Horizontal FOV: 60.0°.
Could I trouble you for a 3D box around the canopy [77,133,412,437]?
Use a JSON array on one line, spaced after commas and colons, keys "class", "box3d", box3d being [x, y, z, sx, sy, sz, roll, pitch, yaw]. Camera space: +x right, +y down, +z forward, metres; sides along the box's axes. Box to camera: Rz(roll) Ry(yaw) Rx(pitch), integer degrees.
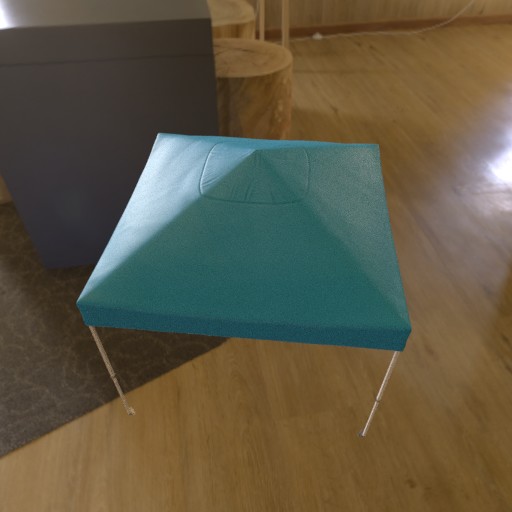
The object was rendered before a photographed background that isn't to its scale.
[{"class": "canopy", "box3d": [0.000, 0.000, 5.455, 2.996, 2.997, 2.998, 4, 46, 4]}]
